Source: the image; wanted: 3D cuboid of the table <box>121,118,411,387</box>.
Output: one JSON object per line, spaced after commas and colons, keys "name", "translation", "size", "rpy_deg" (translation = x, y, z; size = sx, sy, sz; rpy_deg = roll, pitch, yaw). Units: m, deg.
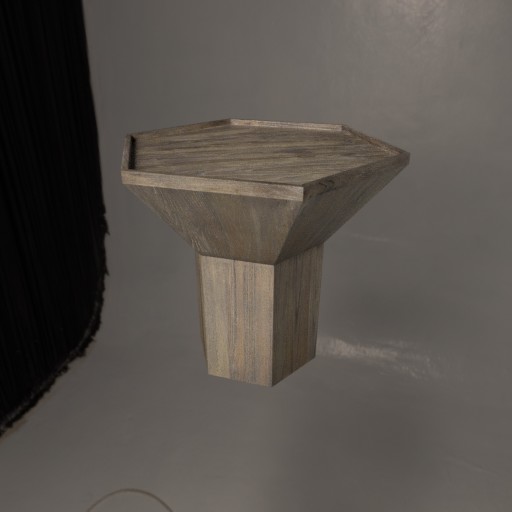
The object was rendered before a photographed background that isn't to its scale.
{"name": "table", "translation": [0.000, 0.000, 1.157], "size": [0.683, 0.586, 0.592], "rpy_deg": [8, 28, 15]}
